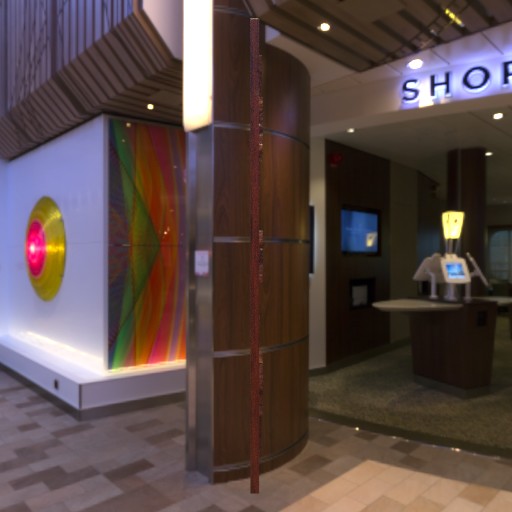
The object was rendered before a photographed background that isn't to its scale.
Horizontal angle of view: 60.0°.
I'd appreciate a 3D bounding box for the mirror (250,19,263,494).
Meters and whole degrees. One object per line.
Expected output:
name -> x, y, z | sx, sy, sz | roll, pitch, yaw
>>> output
mirror -> 0.000, 0.000, 1.050 | 0.021, 0.805, 0.600 | 0, 0, 0
